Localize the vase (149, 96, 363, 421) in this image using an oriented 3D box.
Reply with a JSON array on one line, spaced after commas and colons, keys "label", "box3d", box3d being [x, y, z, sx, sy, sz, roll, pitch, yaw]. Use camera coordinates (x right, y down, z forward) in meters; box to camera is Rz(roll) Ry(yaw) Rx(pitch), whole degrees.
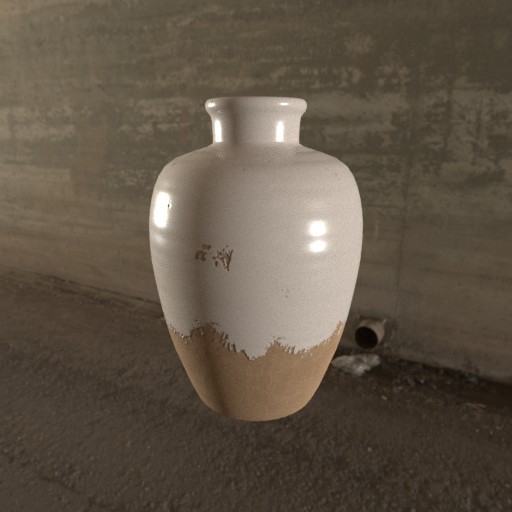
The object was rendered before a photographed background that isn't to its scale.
[{"label": "vase", "box3d": [0.000, 0.000, 0.343, 0.158, 0.228, 0.158, 0, 16, 0]}]
